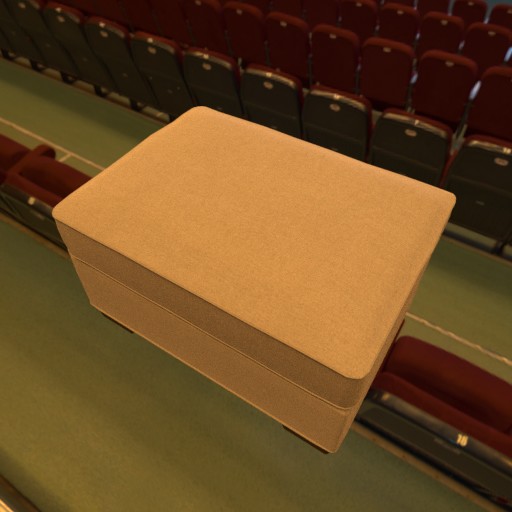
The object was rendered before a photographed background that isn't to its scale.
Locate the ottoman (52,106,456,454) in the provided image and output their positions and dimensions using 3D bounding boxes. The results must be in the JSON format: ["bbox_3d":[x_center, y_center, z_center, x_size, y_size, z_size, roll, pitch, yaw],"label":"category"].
[{"bbox_3d":[0.000,0.000,1.254,0.846,0.503,0.617,25,53,21],"label":"ottoman"}]
